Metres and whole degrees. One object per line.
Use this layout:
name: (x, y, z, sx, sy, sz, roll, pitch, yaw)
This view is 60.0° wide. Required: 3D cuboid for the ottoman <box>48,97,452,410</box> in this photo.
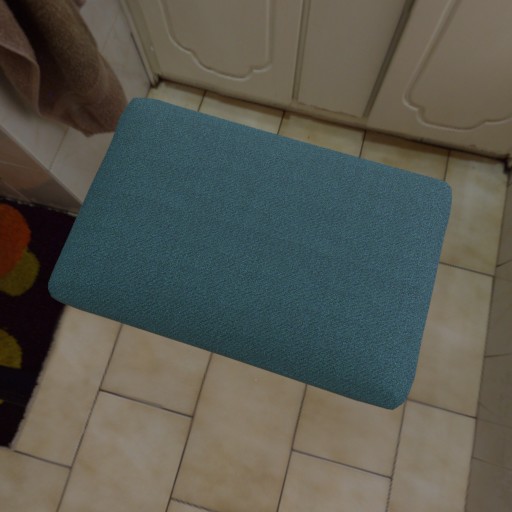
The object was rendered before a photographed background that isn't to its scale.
ottoman: (0.000, 0.000, 1.197, 0.856, 0.498, 0.563, 17, 75, 5)
